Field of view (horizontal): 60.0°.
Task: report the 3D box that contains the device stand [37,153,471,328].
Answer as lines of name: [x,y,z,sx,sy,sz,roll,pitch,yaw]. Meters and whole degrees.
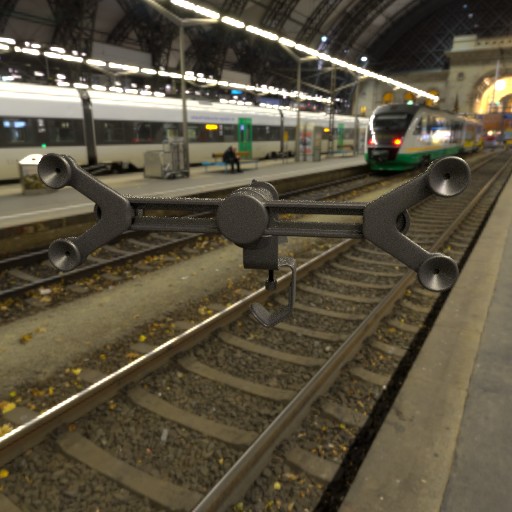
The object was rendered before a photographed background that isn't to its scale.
device stand: [0.000,0.000,0.358,0.270,0.166,0.142,3,15,9]
